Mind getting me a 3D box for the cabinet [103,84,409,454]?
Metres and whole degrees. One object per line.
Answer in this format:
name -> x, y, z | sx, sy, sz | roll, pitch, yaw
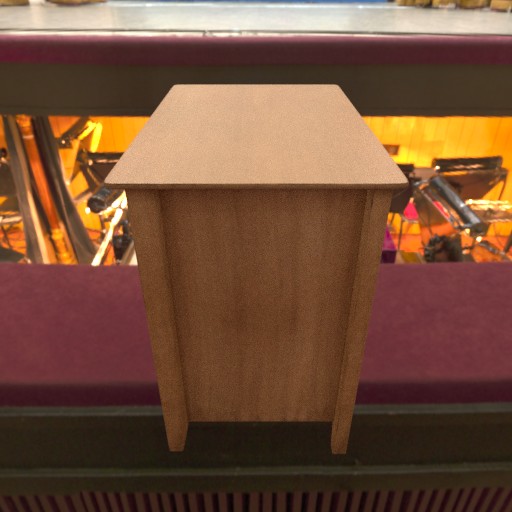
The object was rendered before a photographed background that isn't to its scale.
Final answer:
cabinet -> 0.000, 0.000, 1.242 | 0.503, 0.762, 0.763 | 0, 32, 0
